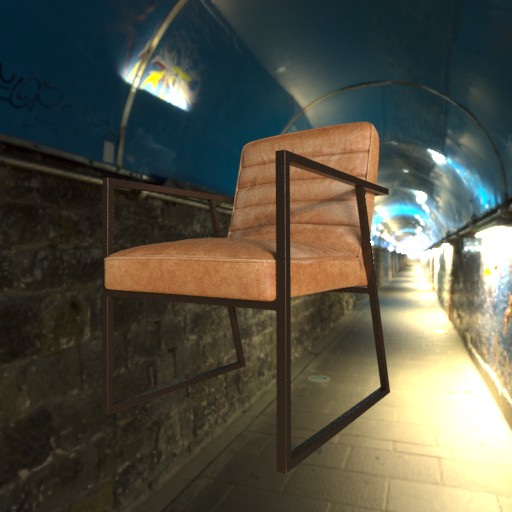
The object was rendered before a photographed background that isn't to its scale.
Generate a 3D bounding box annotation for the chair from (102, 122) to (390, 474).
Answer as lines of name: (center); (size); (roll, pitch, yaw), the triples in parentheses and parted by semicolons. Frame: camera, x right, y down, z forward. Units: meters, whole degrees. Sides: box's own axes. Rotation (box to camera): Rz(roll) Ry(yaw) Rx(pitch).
chair: (0.000, 0.000, 1.259); (0.571, 0.832, 0.677); (0, 0, 35)
